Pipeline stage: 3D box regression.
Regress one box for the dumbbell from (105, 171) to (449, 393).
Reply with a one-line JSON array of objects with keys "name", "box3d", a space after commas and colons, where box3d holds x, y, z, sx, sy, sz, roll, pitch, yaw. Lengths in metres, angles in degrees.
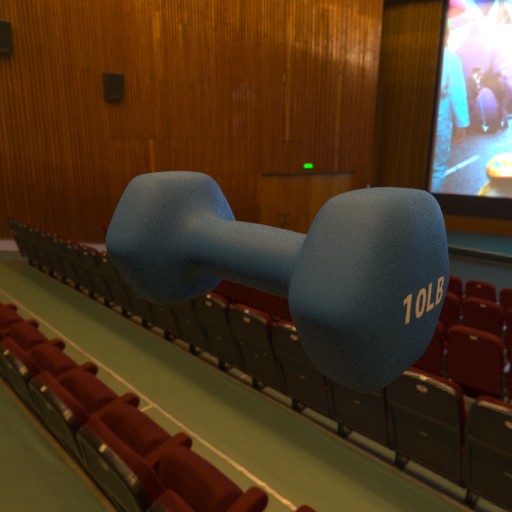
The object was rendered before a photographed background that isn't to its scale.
[{"name": "dumbbell", "box3d": [0.000, 0.000, 0.270, 0.212, 0.093, 0.103, 14, 20, 43]}]
